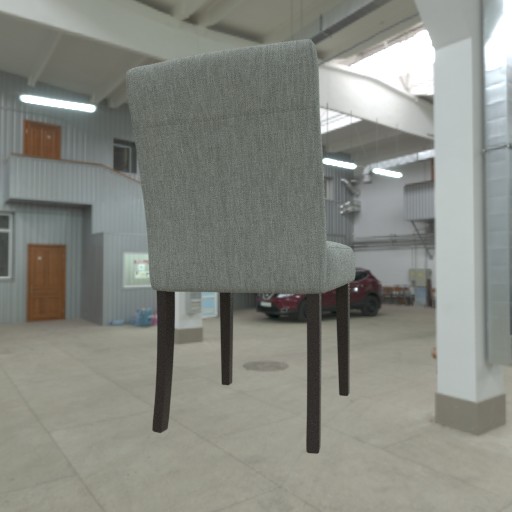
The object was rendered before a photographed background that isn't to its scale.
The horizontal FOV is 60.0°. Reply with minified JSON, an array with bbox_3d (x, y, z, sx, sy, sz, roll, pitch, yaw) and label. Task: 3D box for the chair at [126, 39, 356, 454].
[{"bbox_3d":[0.000,0.000,1.228,0.487,0.884,0.629,0,-2,18],"label":"chair"}]
